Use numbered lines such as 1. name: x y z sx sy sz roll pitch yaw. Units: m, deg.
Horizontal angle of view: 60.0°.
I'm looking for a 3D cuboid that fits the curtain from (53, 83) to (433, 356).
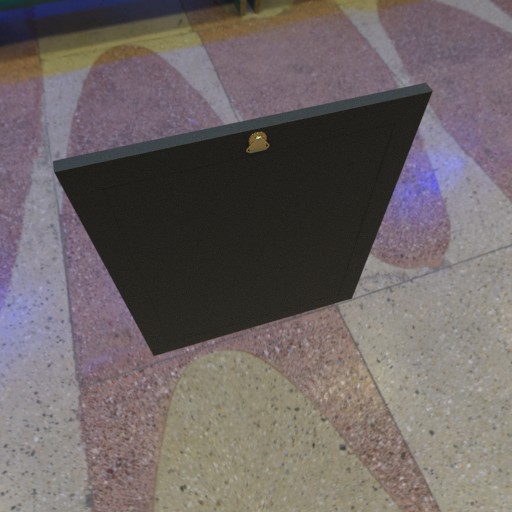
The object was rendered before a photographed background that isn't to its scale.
1. curtain: 0.000 0.000 0.789 0.483 0.585 0.027 -15 58 -9
